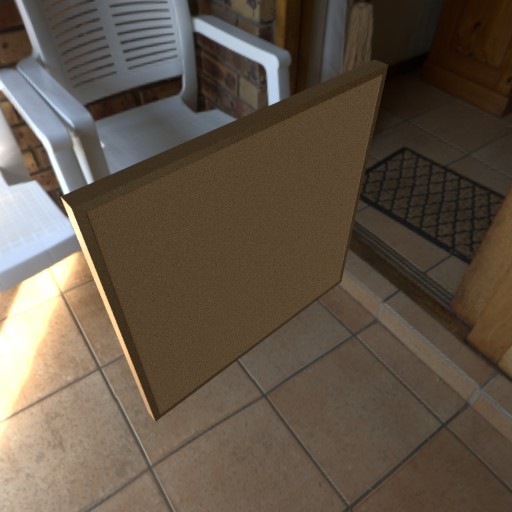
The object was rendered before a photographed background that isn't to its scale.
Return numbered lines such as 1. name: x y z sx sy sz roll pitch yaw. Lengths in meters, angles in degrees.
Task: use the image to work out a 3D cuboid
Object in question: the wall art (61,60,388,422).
1. wall art: 0.000 0.000 1.119 0.762 0.762 0.038 -32 54 -27
